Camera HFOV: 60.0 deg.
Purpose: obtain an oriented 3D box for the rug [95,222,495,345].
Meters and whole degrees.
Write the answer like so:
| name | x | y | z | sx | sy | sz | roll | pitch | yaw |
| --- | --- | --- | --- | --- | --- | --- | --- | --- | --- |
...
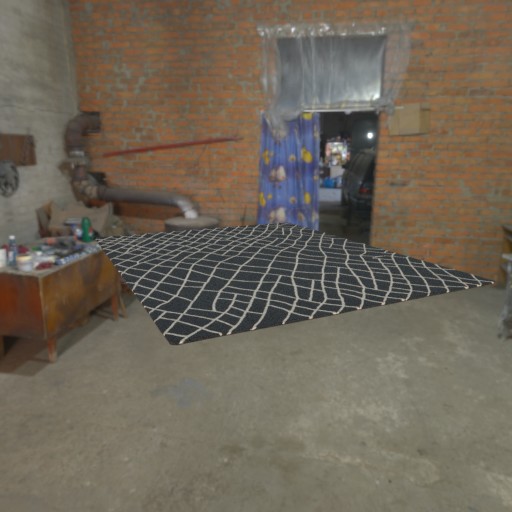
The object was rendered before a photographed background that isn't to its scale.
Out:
| name | x | y | z | sx | sy | sz | roll | pitch | yaw |
| --- | --- | --- | --- | --- | --- | --- | --- | --- | --- |
| rug | 0.000 | 0.000 | 4.048 | 2.439 | 0.022 | 3.047 | -7 | 15 | -25 |
